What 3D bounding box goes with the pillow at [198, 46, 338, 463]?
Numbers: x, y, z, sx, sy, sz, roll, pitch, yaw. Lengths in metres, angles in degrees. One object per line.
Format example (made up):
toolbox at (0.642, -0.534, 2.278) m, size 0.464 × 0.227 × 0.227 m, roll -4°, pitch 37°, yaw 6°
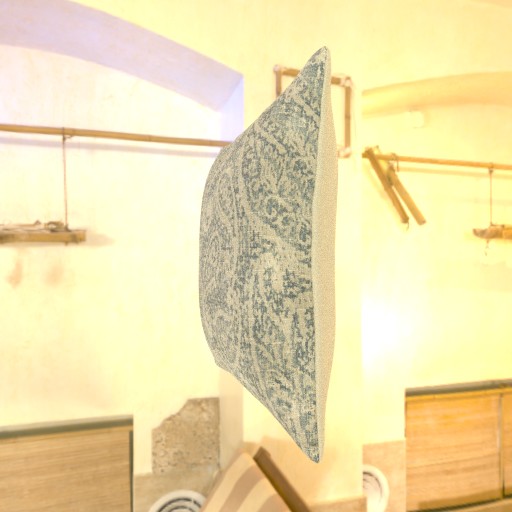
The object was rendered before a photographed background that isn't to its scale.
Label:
pillow at (0.000, 0.000, 0.786) m, size 0.166 × 0.510 × 0.523 m, roll 0°, pitch -1°, yaw -18°
